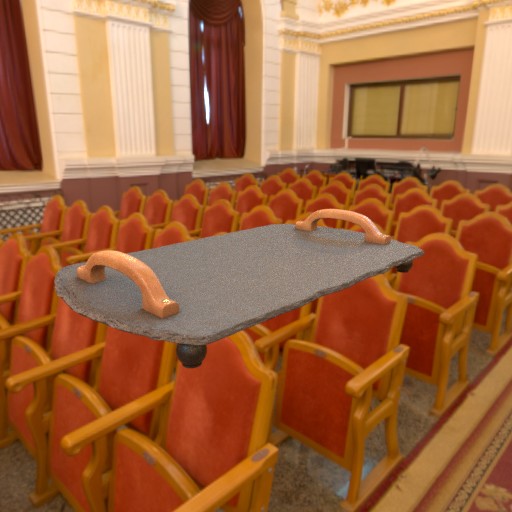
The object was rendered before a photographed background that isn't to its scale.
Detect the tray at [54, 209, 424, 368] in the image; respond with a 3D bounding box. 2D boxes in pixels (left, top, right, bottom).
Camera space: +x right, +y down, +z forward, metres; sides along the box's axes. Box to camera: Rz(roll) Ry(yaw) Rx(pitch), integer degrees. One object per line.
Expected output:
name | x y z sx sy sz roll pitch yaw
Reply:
tray | 0.000 0.000 0.466 0.231 0.062 0.387 14 21 43
